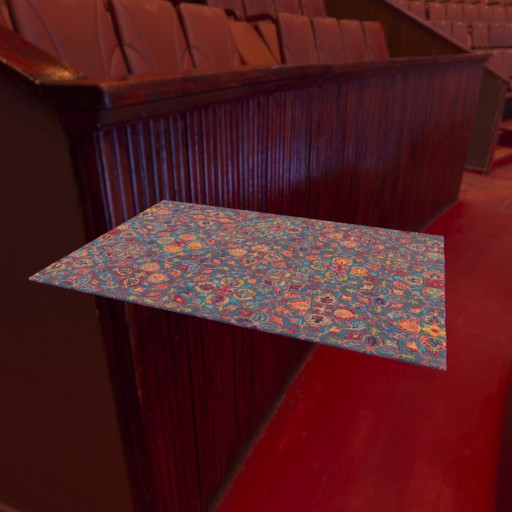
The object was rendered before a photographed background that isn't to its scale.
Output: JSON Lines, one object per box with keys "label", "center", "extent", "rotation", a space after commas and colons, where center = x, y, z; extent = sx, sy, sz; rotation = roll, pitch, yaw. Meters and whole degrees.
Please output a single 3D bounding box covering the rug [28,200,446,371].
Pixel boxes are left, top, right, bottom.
{"label": "rug", "center": [0.000, 0.000, 2.306], "extent": [1.836, 0.014, 1.216], "rotation": [9, 27, 18]}
